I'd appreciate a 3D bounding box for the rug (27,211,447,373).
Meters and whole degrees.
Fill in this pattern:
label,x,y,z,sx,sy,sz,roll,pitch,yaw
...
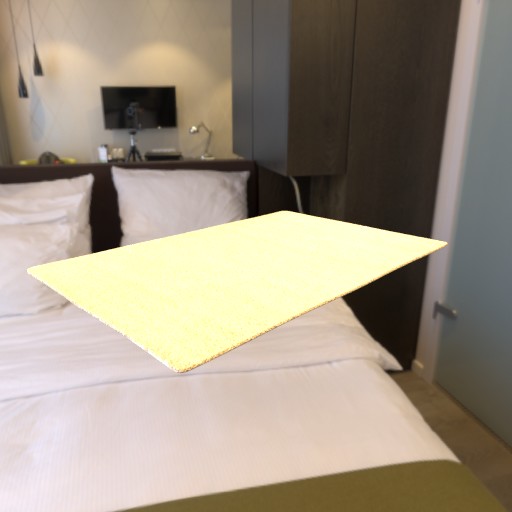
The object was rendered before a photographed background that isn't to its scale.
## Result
label,x,y,z,sx,sy,sz,roll,pitch,yaw
rug,0.000,0.000,3.345,1.798,0.025,2.698,17,24,42
